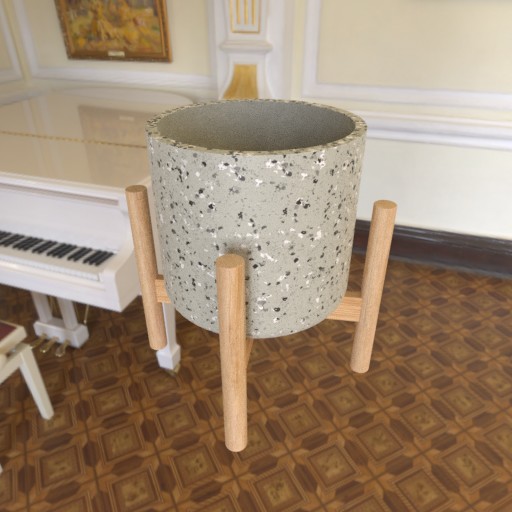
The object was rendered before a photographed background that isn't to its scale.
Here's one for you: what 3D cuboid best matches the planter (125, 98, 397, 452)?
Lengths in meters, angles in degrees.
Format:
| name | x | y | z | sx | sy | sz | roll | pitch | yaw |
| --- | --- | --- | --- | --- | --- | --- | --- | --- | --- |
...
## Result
| name | x | y | z | sx | sy | sz | roll | pitch | yaw |
| --- | --- | --- | --- | --- | --- | --- | --- | --- | --- |
| planter | 0.000 | 0.000 | 0.534 | 0.284 | 0.320 | 0.284 | 17 | 35 | 27 |
